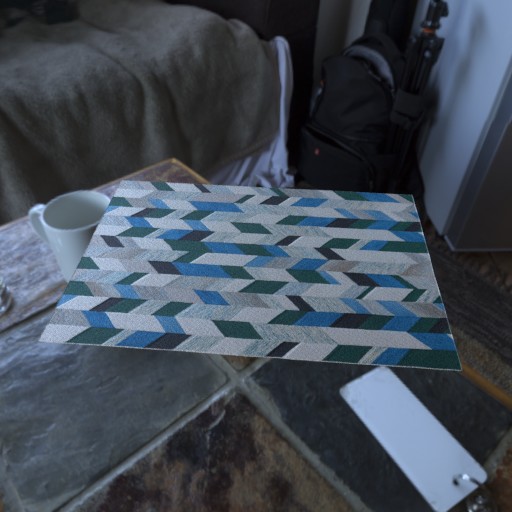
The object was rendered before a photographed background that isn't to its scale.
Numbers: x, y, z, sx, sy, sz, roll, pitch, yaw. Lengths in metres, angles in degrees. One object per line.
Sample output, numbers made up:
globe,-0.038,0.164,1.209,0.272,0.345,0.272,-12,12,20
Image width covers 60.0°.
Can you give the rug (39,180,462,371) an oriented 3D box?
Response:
rug,0.000,0.000,2.332,1.827,0.005,1.229,3,45,3
